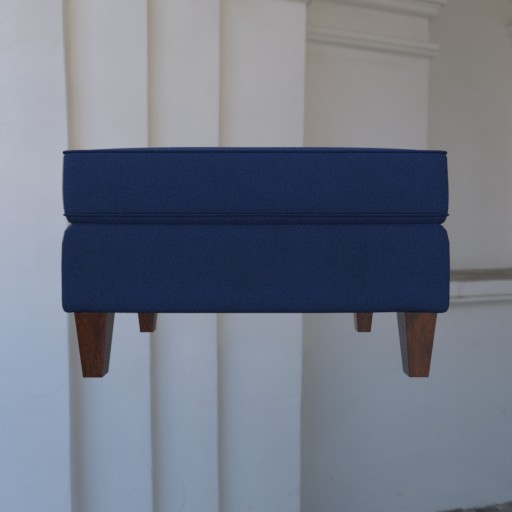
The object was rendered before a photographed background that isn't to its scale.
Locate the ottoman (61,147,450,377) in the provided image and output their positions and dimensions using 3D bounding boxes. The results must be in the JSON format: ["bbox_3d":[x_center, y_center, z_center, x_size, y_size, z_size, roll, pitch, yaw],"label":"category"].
[{"bbox_3d":[0.000,0.000,1.388,0.965,0.584,0.686,0,2,0],"label":"ottoman"}]
